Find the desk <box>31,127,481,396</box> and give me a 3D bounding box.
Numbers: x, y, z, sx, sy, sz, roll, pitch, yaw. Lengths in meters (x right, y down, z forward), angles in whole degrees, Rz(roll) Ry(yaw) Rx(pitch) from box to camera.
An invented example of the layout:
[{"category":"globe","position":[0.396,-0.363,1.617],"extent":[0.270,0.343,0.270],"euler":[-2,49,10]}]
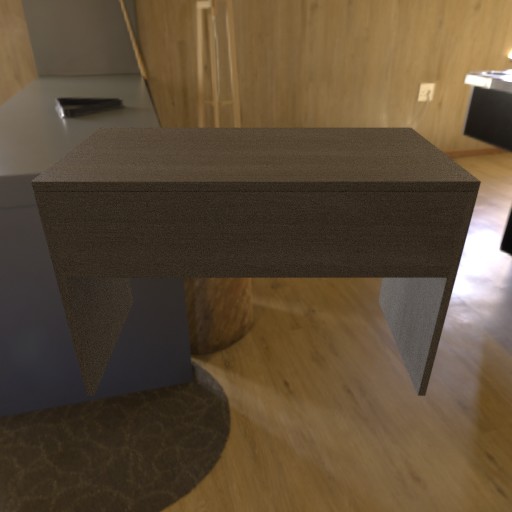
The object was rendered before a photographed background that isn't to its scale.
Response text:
[{"category":"desk","position":[0.000,0.000,1.504],"extent":[1.099,0.729,0.557],"euler":[0,29,0]}]
